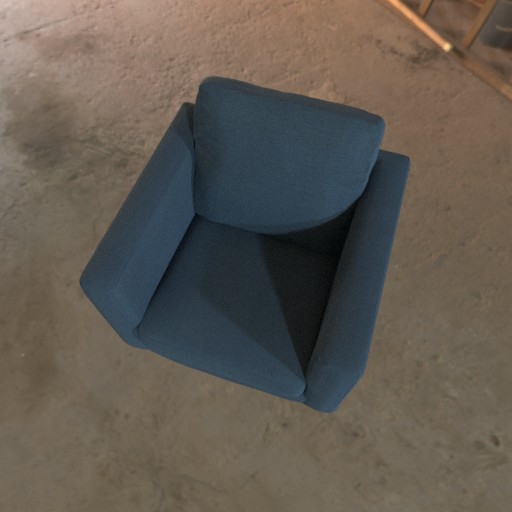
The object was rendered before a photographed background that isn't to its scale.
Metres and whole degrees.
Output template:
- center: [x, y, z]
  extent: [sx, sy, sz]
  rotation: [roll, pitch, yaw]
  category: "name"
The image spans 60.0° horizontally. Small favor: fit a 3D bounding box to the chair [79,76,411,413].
- center: [0.000, 0.000, 1.581]
  extent: [0.855, 0.922, 0.820]
  rotation: [17, 62, 9]
  category: "chair"
